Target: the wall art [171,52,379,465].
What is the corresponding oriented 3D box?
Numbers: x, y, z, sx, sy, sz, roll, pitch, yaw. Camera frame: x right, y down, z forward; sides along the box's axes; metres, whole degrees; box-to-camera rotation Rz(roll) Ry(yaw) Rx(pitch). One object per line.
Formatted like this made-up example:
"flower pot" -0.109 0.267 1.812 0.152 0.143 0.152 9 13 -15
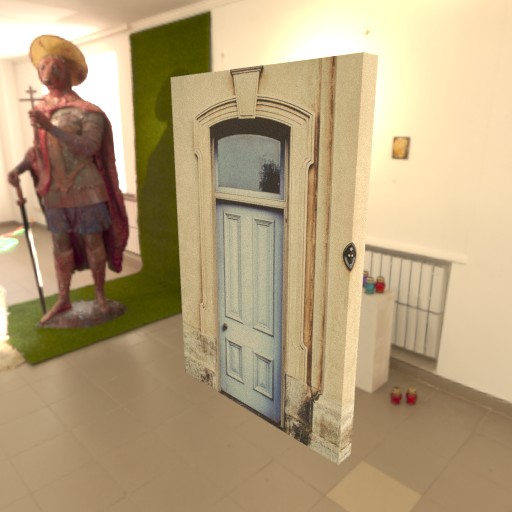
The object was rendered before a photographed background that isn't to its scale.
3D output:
"wall art" 0.000 0.000 0.773 0.403 0.607 0.036 15 22 42
